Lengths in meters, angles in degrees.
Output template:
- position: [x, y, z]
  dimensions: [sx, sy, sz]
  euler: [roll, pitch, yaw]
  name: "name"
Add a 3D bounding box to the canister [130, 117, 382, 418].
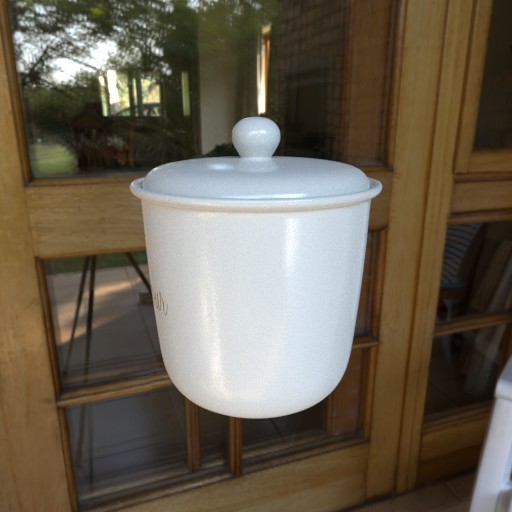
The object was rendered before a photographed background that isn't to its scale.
- position: [0.000, 0.000, 0.347]
  dimensions: [0.182, 0.208, 0.182]
  euler: [0, 16, 0]
  name: "canister"
